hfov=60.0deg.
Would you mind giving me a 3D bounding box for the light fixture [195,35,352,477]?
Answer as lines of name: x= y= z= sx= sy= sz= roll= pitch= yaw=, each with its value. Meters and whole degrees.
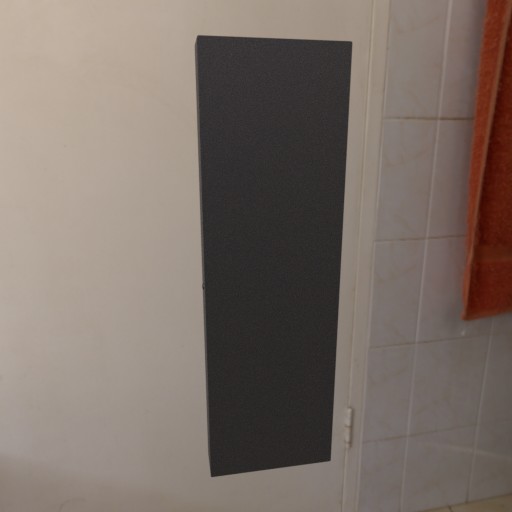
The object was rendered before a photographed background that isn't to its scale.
light fixture: x=0.000 y=0.000 z=0.399 sx=0.105 sy=0.330 sz=0.149 roll=-3 pitch=15 yaw=-10
